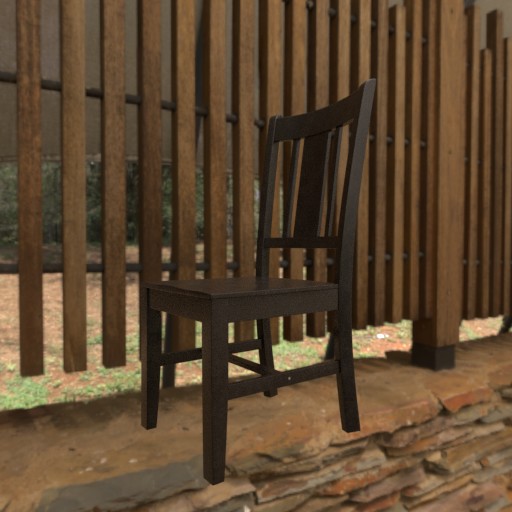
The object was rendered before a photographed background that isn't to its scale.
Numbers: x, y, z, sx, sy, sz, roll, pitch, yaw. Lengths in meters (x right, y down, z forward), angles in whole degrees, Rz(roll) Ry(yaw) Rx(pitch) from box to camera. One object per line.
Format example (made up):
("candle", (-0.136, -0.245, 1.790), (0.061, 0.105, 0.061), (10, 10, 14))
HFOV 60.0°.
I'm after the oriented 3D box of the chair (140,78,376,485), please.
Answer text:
("chair", (0.000, 0.000, 1.286), (0.555, 0.998, 0.450), (-1, 2, -36))
